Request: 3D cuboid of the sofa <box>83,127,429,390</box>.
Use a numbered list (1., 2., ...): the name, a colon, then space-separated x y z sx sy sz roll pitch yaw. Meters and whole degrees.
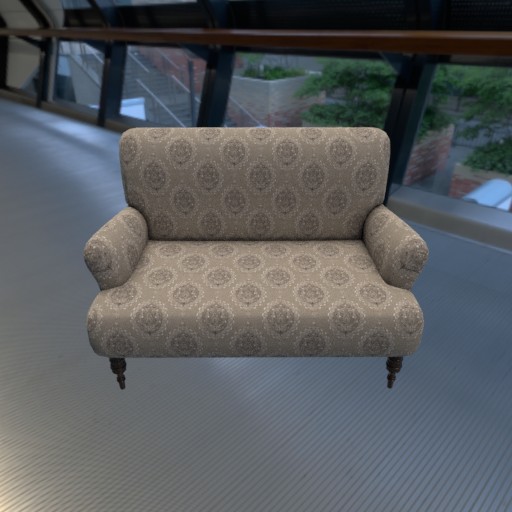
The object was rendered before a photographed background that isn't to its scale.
1. sofa: 0.000 0.000 1.845 1.297 0.889 0.779 0 29 0
